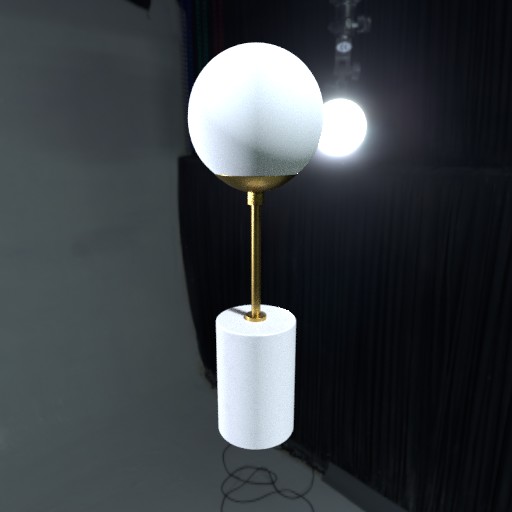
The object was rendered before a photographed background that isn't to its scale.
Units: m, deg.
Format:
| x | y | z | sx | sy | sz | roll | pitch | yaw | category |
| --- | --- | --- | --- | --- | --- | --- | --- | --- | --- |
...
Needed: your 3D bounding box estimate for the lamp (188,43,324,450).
| x | y | z | sx | sy | sz | roll | pitch | yaw | category |
| --- | --- | --- | --- | --- | --- | --- | --- | --- | --- |
| 0.000 | 0.000 | 0.547 | 0.153 | 0.480 | 0.153 | 0 | 15 | 0 | lamp |
